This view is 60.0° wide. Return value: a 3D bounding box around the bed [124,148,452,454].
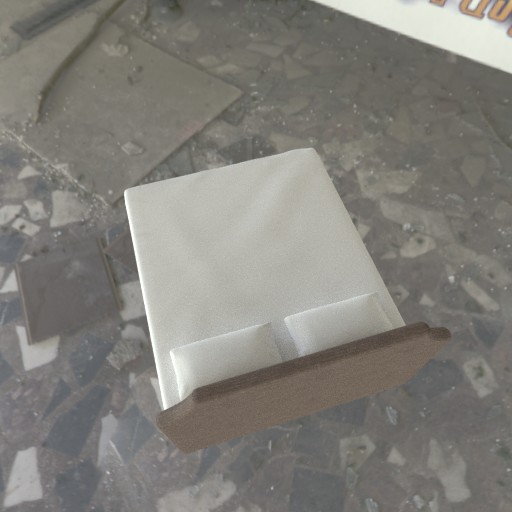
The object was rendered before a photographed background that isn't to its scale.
[{"bbox_3d":[0.000,0.000,4.201,2.350,1.590,2.773,-14,60,-9],"label":"bed"}]
